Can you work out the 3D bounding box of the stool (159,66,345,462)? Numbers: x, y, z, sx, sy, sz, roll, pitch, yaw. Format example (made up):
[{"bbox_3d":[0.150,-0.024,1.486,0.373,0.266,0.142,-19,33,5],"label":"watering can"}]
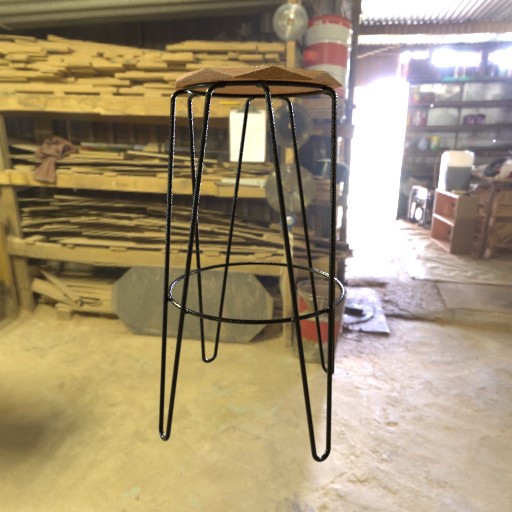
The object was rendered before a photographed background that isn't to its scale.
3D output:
[{"bbox_3d":[0.000,0.000,0.811,0.326,0.610,0.326,3,16,11],"label":"stool"}]
